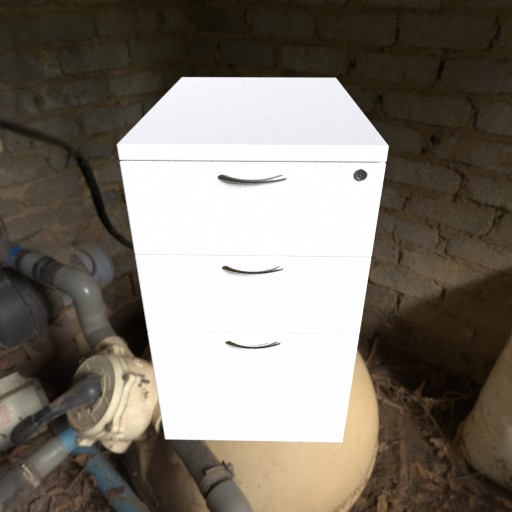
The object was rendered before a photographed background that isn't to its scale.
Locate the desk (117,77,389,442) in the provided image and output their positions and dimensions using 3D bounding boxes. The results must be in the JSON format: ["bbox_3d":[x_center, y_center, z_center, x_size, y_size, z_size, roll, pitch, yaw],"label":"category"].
[{"bbox_3d":[0.000,0.000,1.092,0.404,0.730,0.600,1,31,1],"label":"desk"}]
